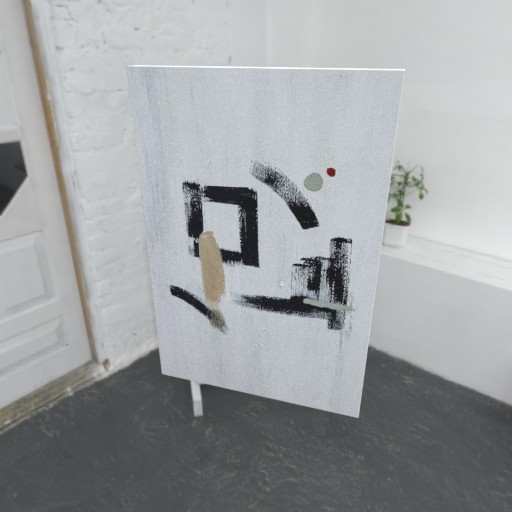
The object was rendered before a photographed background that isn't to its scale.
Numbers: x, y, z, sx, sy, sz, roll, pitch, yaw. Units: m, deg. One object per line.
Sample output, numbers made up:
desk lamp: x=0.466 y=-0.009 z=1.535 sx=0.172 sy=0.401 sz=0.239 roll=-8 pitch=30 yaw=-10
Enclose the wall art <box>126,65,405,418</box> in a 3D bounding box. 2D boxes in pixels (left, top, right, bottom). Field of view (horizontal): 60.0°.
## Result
wall art: x=0.000 y=0.000 z=1.167 sx=0.624 sy=0.914 sz=0.043 roll=8 pitch=27 yaw=16
